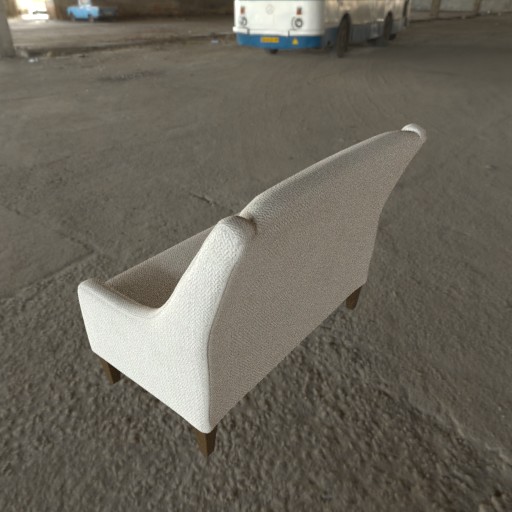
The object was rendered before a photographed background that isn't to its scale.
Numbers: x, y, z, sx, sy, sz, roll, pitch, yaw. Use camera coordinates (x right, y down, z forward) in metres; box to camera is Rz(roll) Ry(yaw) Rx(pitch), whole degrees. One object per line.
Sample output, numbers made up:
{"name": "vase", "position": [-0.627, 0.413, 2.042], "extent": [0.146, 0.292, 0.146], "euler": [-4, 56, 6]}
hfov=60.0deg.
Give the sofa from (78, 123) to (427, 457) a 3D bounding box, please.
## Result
{"name": "sofa", "position": [0.000, 0.000, 1.903], "extent": [0.870, 1.022, 1.242], "euler": [22, 37, 32]}
